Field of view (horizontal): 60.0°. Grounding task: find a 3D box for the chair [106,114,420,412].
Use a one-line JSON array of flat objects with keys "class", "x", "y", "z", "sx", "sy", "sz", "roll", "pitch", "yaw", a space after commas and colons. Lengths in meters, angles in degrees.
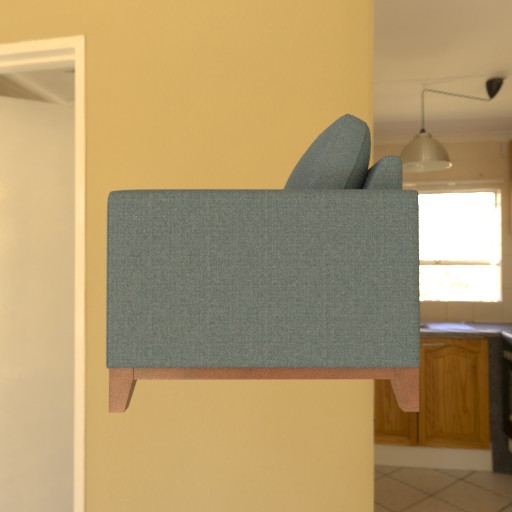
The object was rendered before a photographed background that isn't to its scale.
[{"class": "chair", "x": 0.000, "y": 0.000, "z": 1.907, "sx": 1.038, "sy": 1.010, "sz": 1.024, "roll": 0, "pitch": -1, "yaw": 0}]
